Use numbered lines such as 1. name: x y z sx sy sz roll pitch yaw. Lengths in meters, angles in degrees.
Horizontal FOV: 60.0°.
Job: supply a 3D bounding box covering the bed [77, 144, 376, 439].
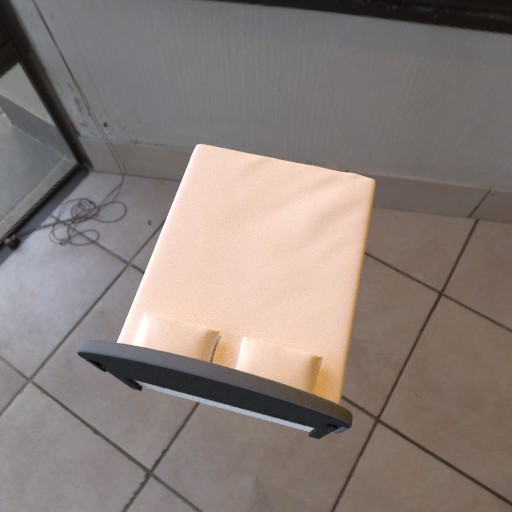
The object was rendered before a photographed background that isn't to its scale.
1. bed: 0.000 0.000 3.095 1.607 1.410 2.005 13 64 6
